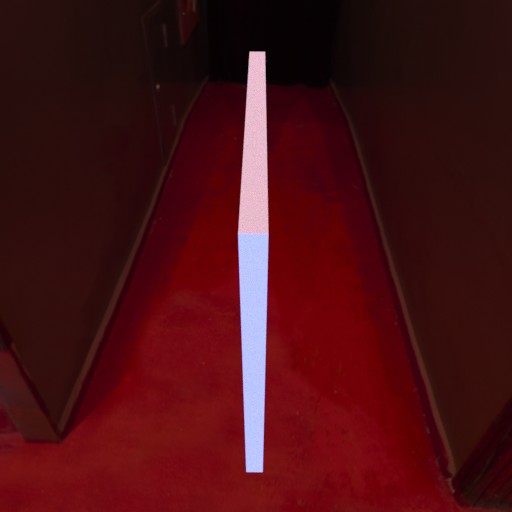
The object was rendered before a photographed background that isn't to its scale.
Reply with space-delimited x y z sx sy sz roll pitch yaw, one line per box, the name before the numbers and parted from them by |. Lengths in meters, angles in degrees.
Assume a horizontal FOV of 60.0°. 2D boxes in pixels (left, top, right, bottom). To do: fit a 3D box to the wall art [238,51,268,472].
wall art | 0.000 0.000 1.141 0.041 0.765 0.768 0 42 0
